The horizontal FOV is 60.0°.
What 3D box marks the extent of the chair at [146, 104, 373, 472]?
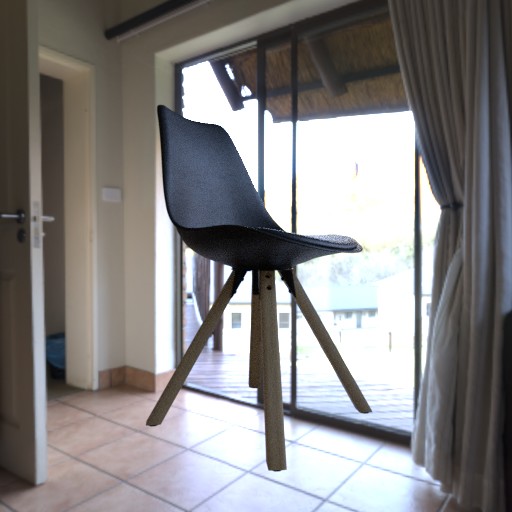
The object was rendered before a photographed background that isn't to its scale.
[{"bbox_3d":[0.000,0.000,1.183,0.549,0.850,0.485,0,0,38],"label":"chair"}]
